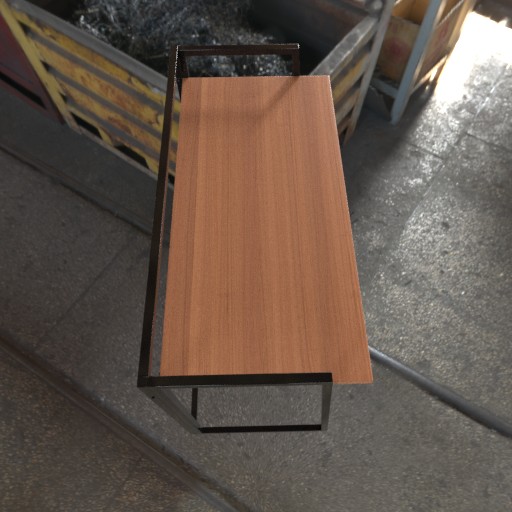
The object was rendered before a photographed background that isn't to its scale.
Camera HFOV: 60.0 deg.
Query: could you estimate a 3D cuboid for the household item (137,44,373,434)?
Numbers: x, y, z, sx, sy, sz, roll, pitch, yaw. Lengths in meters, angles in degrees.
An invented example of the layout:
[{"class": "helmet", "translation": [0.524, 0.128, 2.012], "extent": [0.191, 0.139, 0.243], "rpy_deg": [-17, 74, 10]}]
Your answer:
[{"class": "household item", "translation": [0.000, 0.000, 1.525], "extent": [0.510, 0.860, 1.050], "rpy_deg": [-1, 62, -1]}]
